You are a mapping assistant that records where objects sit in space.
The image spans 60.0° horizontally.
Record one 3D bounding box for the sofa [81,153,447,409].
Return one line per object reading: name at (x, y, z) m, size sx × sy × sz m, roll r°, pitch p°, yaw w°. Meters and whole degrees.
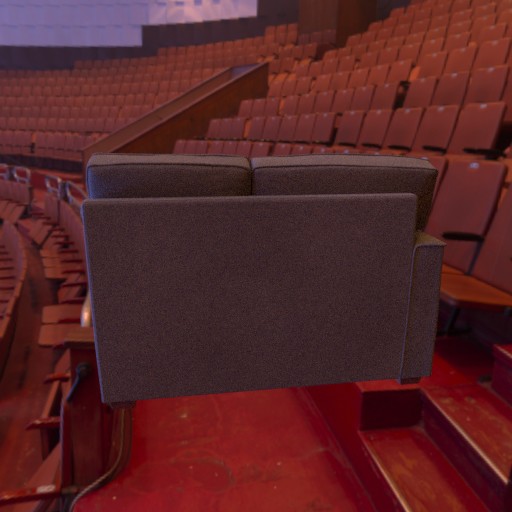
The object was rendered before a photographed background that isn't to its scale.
sofa at (0.000, 0.000, 2.133) m, size 1.388 × 0.989 × 0.991 m, roll -2°, pitch 15°, yaw -8°
